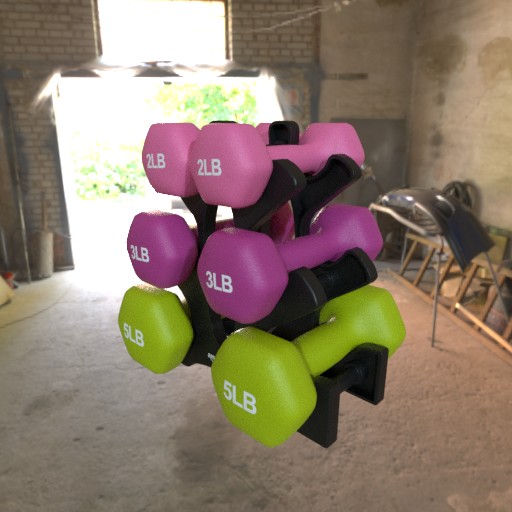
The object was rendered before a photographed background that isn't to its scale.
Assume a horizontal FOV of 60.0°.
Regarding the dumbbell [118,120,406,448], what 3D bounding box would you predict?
[{"bbox_3d":[0.000,0.000,0.447,0.257,0.261,0.203,16,23,41],"label":"dumbbell"}]
